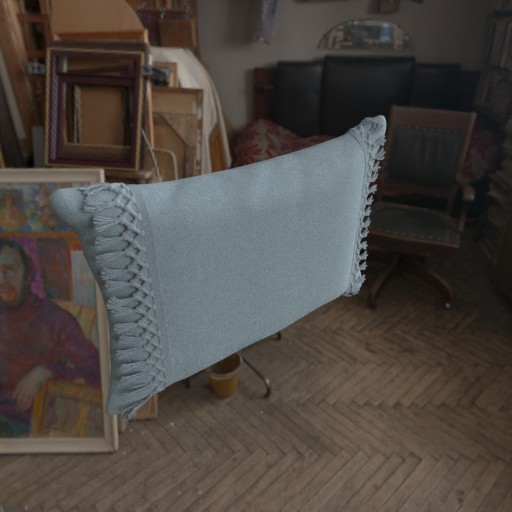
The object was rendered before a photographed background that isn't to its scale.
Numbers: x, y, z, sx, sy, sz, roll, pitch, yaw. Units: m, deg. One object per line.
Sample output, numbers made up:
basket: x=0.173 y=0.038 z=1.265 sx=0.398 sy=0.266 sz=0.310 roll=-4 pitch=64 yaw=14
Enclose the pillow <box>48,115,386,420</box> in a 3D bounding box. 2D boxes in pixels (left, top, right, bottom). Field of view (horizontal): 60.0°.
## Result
pillow: x=0.000 y=0.000 z=0.591 sx=0.466 sy=0.305 sz=0.084 roll=-21 pitch=37 yaw=-31
